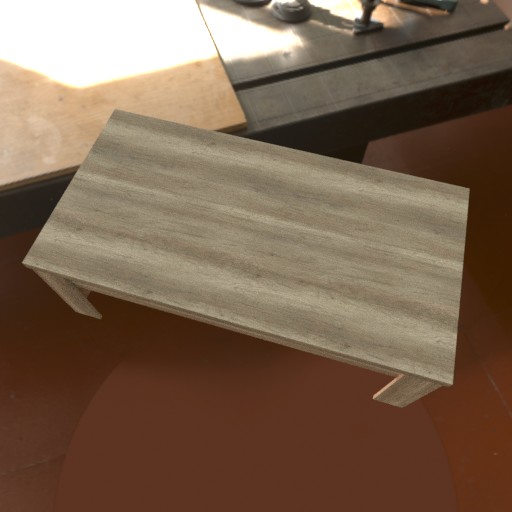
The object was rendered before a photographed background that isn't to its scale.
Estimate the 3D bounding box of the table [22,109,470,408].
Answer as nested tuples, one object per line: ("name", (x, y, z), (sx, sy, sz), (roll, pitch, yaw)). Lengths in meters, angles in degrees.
("table", (0.000, 0.000, 1.684), (1.350, 0.460, 0.700), (15, 63, 8))
